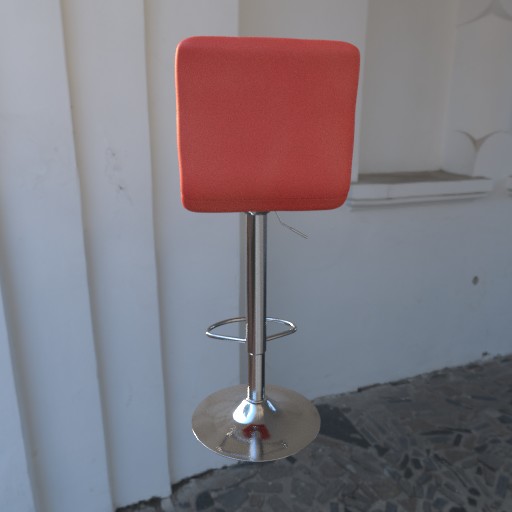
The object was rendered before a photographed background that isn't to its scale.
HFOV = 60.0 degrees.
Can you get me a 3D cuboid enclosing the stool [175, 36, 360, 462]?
[{"bbox_3d":[0.000,0.000,1.338,0.430,1.115,0.505,-2,14,-8],"label":"stool"}]
